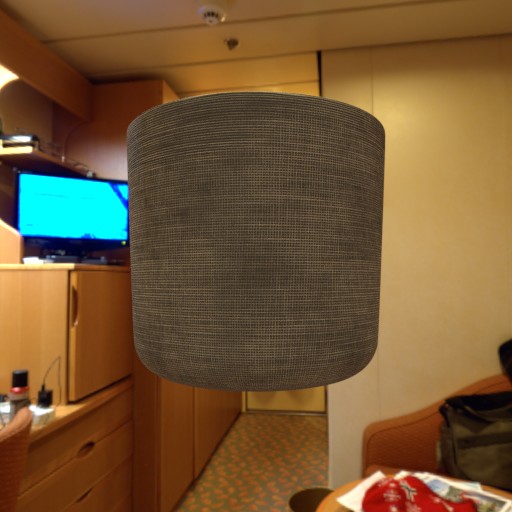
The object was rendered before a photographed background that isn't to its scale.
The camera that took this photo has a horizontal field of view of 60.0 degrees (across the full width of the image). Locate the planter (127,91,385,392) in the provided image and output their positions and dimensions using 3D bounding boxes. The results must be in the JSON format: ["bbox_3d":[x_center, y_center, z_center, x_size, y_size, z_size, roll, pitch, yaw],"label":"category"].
[{"bbox_3d":[0.000,0.000,0.774,0.440,0.398,0.440,0,-3,0],"label":"planter"}]
